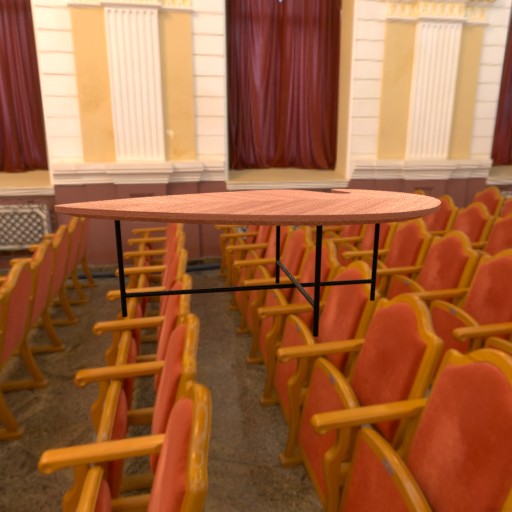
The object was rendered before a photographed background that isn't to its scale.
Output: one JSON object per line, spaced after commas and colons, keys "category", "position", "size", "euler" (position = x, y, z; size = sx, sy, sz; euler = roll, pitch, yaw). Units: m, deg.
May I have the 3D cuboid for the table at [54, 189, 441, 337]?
{"category": "table", "position": [0.000, 0.000, 1.444], "size": [1.199, 0.360, 0.598], "euler": [-3, 15, -10]}
